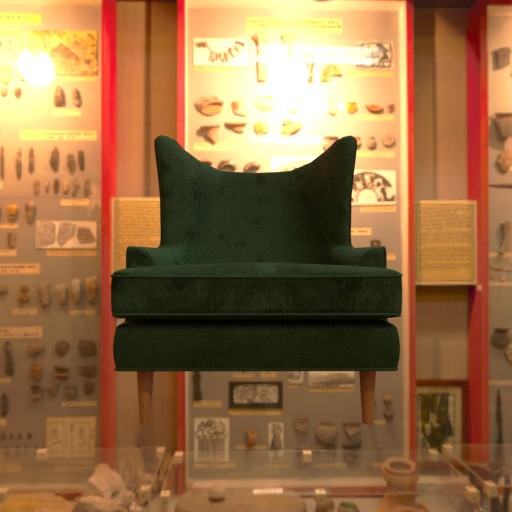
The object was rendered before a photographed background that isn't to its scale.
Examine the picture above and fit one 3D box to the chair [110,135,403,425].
[{"bbox_3d":[0.000,0.000,1.611,0.793,0.952,0.910,0,0,0],"label":"chair"}]
